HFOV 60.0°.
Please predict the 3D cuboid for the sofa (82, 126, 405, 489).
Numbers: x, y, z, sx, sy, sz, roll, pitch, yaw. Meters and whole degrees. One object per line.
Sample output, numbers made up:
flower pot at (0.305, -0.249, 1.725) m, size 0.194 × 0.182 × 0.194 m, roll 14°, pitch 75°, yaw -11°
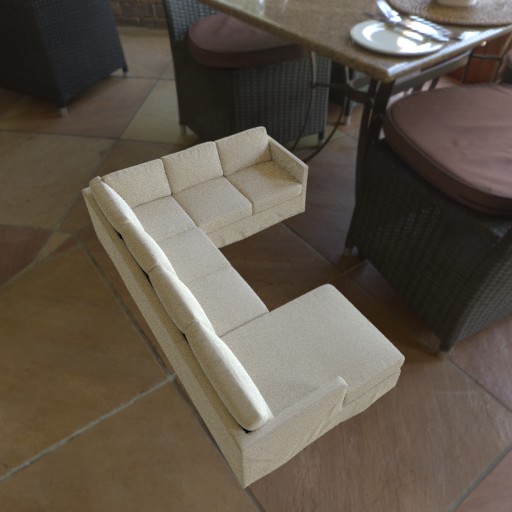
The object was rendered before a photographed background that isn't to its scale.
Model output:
sofa at (0.000, 0.000, 4.536) m, size 2.448 × 0.882 × 3.464 m, roll -25°, pitch 50°, yaw -23°
